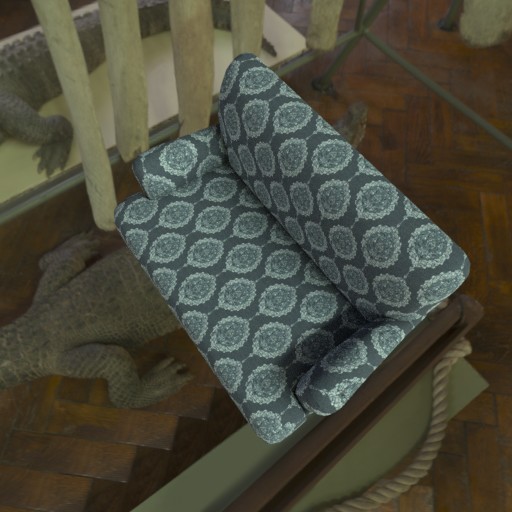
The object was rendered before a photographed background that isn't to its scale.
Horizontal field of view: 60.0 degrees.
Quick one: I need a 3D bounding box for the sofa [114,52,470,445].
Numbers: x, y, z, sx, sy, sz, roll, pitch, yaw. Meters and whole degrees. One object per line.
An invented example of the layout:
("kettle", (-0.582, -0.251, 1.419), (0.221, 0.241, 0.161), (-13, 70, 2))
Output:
("sofa", (0.000, 0.000, 1.798), (0.779, 0.867, 1.297), (-33, 68, -15))
